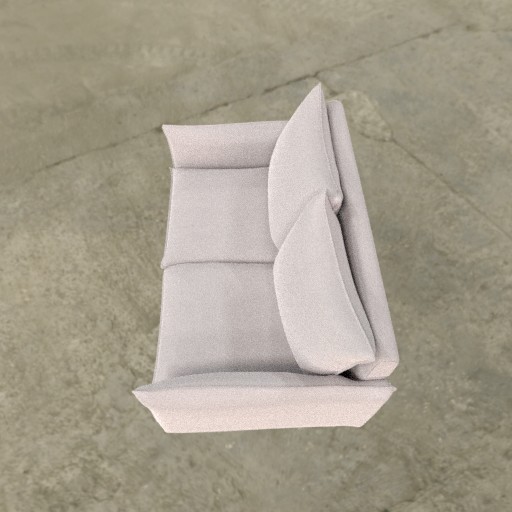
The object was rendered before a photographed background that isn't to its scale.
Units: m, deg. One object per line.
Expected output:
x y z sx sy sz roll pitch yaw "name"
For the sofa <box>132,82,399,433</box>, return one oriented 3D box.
0.000 0.000 1.842 0.820 0.840 1.300 -2 57 -1 "sofa"
